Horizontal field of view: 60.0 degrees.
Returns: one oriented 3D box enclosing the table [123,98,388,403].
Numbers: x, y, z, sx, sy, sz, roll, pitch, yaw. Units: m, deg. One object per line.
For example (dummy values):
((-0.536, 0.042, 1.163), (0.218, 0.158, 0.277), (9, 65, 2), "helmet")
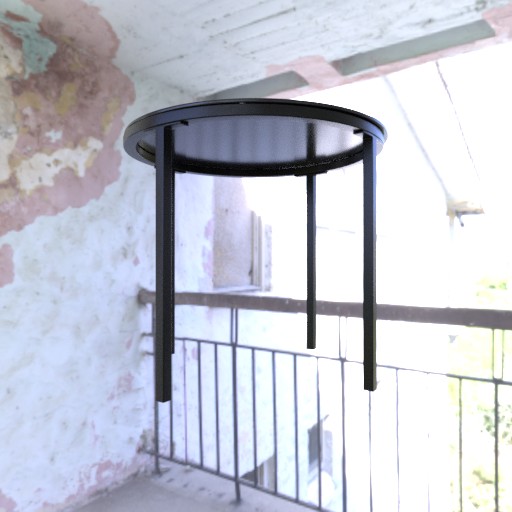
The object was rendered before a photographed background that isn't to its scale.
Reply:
((0.000, 0.000, 0.872), (0.499, 0.443, 0.499), (0, 0, 0), "table")
